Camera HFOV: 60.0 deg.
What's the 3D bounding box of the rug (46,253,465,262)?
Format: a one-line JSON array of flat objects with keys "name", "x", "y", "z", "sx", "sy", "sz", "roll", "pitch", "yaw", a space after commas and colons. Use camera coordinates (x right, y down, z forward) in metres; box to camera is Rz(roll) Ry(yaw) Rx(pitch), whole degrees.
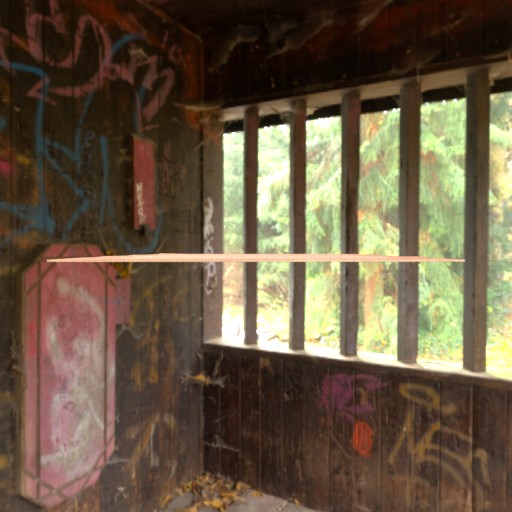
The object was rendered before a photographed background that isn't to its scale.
[{"name": "rug", "x": 0.000, "y": 0.000, "z": 4.082, "sx": 2.431, "sy": 0.021, "sz": 3.057, "roll": 0, "pitch": 1, "yaw": 0}]
